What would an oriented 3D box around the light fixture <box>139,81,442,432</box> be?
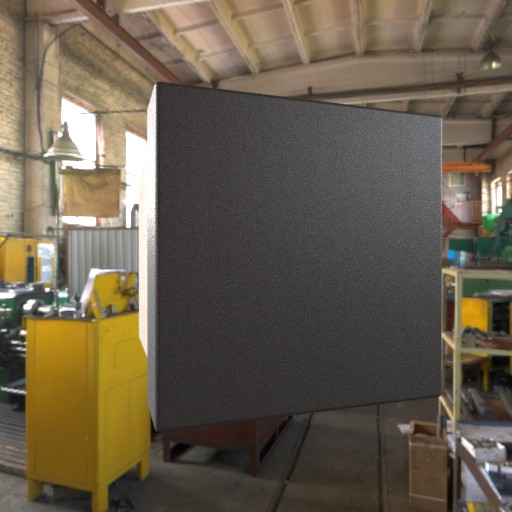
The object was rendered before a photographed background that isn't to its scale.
[{"bbox_3d":[0.000,0.000,0.237,0.121,0.121,0.143,0,0,-19],"label":"light fixture"}]
